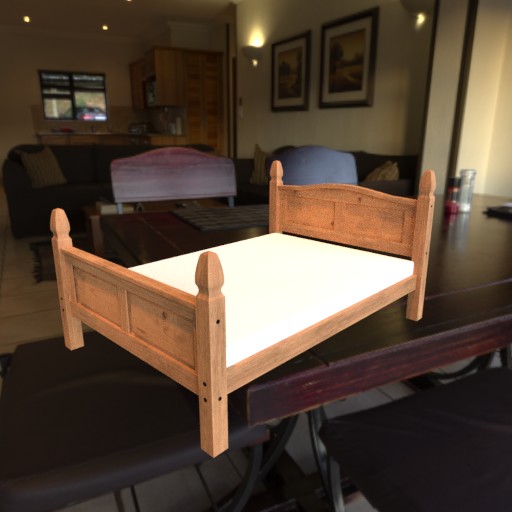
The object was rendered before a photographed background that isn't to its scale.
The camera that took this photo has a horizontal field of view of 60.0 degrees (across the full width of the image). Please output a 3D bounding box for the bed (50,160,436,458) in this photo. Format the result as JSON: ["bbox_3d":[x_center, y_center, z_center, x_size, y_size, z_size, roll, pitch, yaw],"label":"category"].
[{"bbox_3d":[0.000,0.000,2.977,1.490,1.100,2.069,15,22,42],"label":"bed"}]
